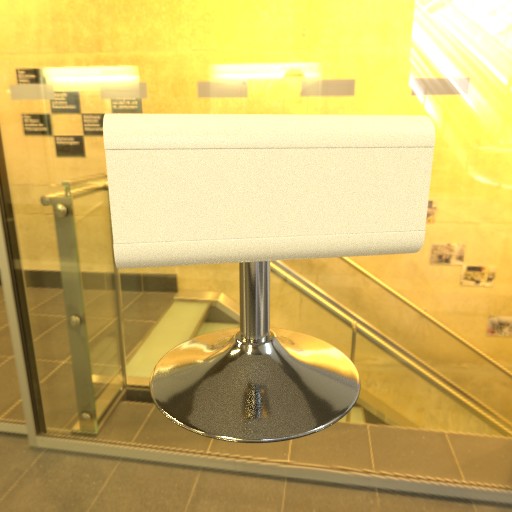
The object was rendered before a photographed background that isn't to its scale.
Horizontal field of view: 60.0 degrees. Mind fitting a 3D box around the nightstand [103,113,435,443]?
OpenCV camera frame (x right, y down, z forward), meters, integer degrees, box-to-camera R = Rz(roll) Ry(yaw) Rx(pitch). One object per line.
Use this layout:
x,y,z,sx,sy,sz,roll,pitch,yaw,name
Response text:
0.000,0.000,0.749,0.404,0.447,0.399,-3,16,-10,nightstand
